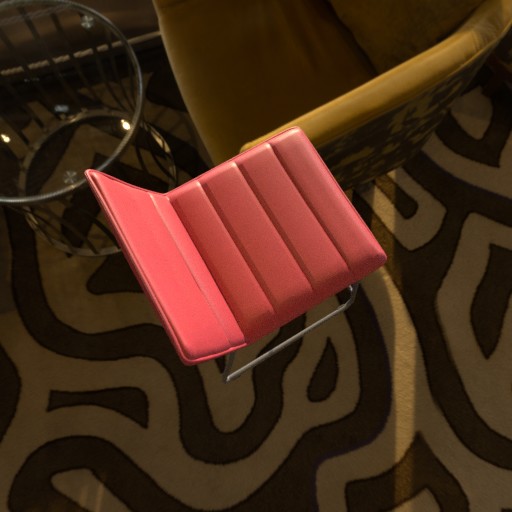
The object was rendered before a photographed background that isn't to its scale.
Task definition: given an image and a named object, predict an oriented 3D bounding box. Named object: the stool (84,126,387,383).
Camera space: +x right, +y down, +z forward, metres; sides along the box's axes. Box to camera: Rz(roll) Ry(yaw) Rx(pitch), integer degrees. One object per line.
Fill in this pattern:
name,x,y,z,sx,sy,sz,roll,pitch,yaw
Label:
stool,0.000,0.000,1.171,0.524,0.866,0.489,-29,78,-7
